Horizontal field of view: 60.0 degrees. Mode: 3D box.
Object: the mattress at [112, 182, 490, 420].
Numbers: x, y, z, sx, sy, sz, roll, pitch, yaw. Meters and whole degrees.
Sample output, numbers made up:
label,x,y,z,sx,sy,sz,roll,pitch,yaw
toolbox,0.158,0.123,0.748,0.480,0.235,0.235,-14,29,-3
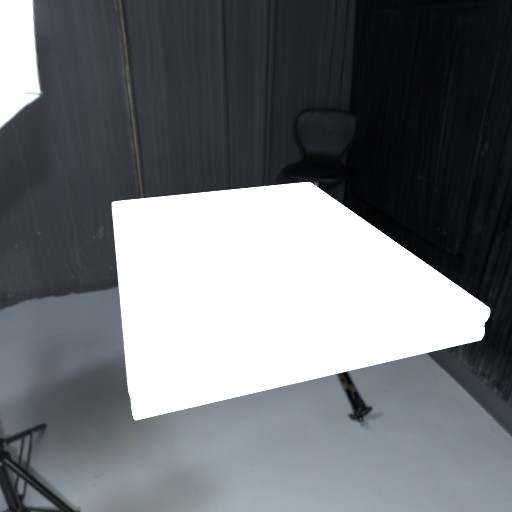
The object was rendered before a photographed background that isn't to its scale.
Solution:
label,x,y,z,sx,sy,sz,roll,pitch,yaw
mattress,0.000,0.000,2.675,1.600,0.200,2.000,-8,28,-16
